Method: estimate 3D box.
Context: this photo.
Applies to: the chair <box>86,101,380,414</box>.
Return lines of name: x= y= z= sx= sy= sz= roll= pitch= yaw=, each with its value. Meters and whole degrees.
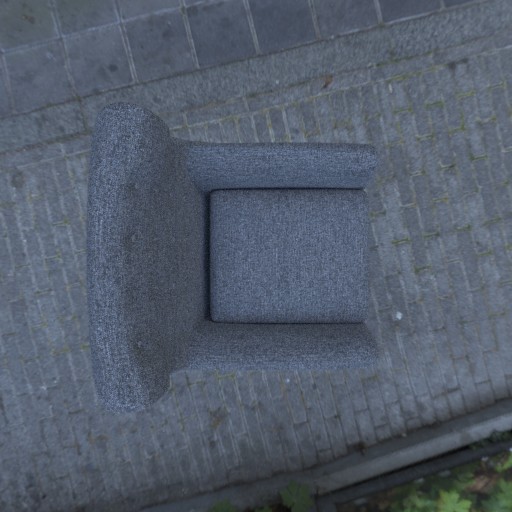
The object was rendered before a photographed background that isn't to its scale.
chair: x=0.000 y=0.000 z=1.721 sx=0.940 sy=1.039 sz=0.889 roll=0 pitch=91 yaw=1
